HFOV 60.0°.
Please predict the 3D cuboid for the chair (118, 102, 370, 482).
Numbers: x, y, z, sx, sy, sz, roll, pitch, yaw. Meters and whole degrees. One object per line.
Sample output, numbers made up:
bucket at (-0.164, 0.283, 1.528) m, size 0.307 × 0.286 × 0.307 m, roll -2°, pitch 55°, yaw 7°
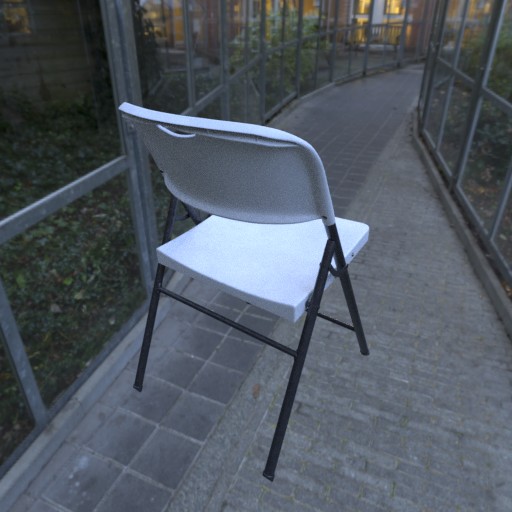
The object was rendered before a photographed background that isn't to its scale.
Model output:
chair at (0.000, 0.000, 1.147) m, size 0.494 × 0.810 × 0.566 m, roll 20°, pitch 35°, yaw 31°
